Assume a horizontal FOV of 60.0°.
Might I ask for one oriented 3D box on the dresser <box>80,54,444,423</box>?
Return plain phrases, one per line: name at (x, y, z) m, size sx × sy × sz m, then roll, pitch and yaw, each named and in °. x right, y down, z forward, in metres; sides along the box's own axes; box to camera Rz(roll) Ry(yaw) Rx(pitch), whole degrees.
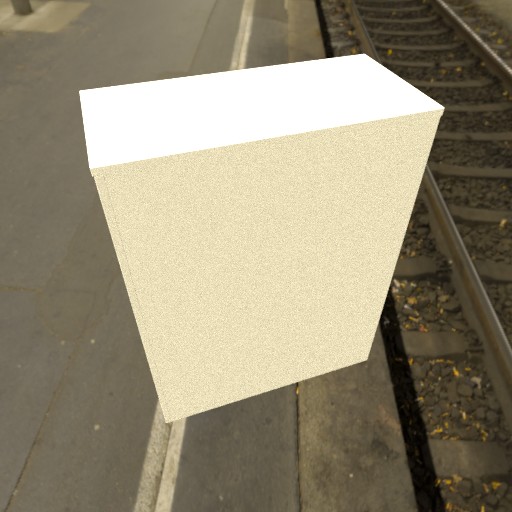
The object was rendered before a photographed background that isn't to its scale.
dresser at (0.000, 0.000, 1.425) m, size 0.800 × 1.040 × 0.380 m, roll -13°, pitch 45°, yaw -14°
